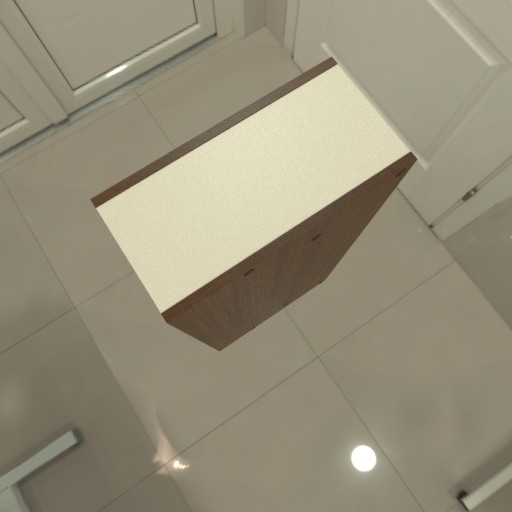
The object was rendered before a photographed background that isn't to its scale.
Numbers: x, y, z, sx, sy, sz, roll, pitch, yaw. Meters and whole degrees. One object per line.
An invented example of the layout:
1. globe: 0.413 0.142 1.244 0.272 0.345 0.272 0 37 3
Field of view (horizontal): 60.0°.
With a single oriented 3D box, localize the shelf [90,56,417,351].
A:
1. shelf: 0.000 0.000 0.724 0.290 0.600 0.147 -33 78 -8
